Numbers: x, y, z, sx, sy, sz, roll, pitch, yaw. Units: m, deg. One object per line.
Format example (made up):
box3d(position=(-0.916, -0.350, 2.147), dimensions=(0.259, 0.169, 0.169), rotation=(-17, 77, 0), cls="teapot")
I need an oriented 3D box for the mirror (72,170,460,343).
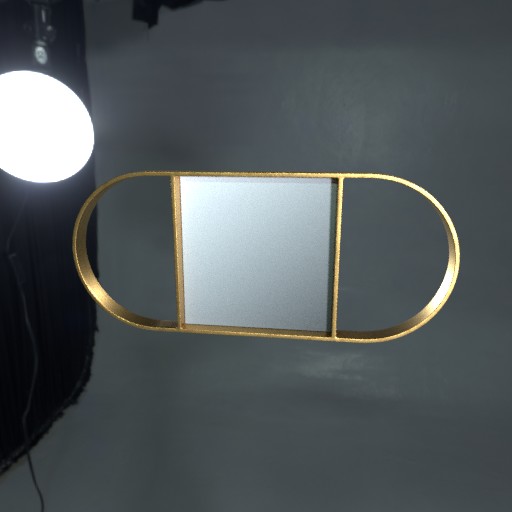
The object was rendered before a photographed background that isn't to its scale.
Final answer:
box3d(position=(0.000, 0.000, 0.679), dimensions=(0.584, 0.254, 0.032), rotation=(2, 14, 8), cls="mirror")
